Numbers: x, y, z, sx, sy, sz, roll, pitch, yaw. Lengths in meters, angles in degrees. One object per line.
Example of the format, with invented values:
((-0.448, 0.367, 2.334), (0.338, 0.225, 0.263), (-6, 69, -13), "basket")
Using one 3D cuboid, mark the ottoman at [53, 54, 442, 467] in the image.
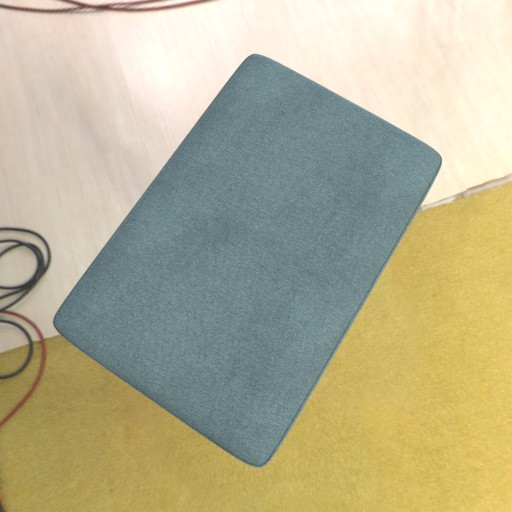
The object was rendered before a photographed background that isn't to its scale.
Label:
((0.000, 0.000, 1.194), (0.584, 0.483, 0.864), (32, 78, 7), "ottoman")
